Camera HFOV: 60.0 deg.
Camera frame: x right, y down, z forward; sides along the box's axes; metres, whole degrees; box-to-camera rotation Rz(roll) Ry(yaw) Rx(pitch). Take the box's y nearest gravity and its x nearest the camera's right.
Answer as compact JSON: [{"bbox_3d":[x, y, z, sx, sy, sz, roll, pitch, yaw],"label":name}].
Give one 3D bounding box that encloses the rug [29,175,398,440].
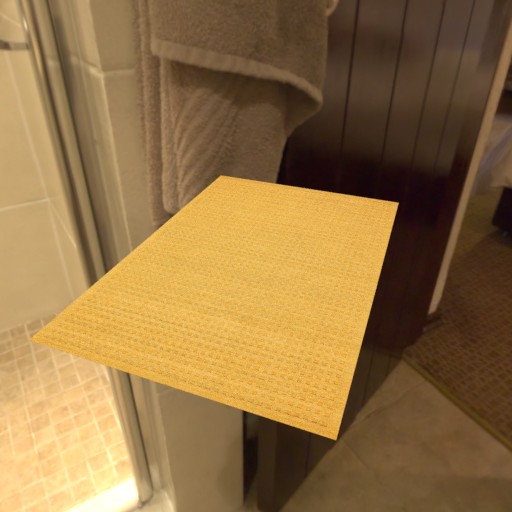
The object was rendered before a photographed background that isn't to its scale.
[{"bbox_3d":[0.000,0.000,3.659,1.981,0.006,2.895,12,35,18],"label":"rug"}]
